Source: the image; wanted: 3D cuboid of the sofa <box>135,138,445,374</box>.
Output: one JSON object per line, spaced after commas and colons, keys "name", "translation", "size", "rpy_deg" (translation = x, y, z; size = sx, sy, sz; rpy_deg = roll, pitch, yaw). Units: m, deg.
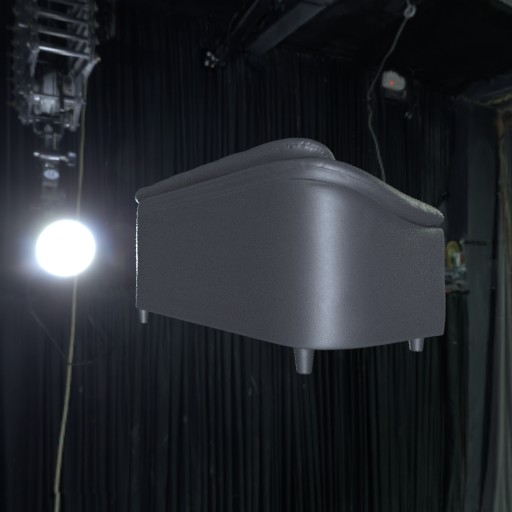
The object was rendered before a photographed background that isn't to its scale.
{"name": "sofa", "translation": [0.000, 0.000, 2.300], "size": [0.800, 0.811, 1.829], "rpy_deg": [0, -1, -35]}
